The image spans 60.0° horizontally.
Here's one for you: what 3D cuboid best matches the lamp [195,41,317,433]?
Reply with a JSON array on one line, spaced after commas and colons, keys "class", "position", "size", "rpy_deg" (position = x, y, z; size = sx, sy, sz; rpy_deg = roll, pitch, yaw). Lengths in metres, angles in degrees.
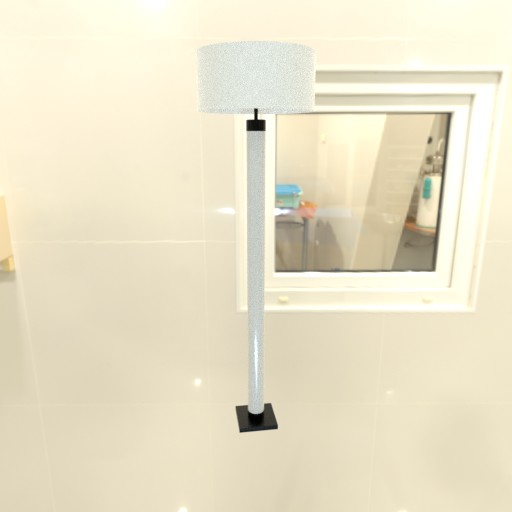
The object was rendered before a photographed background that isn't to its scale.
[{"class": "lamp", "position": [0.000, 0.000, 1.729], "size": [0.420, 1.475, 0.420], "rpy_deg": [-2, 15, -8]}]
